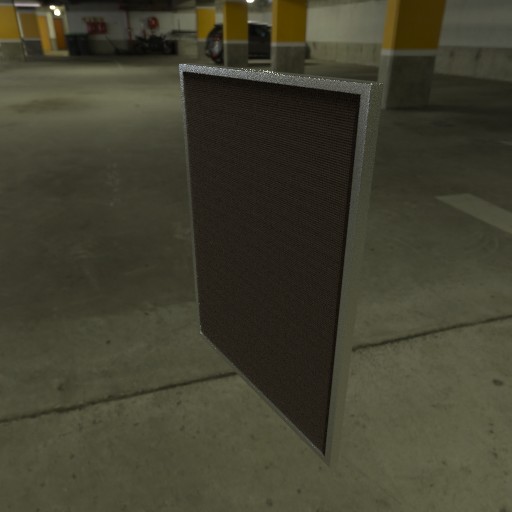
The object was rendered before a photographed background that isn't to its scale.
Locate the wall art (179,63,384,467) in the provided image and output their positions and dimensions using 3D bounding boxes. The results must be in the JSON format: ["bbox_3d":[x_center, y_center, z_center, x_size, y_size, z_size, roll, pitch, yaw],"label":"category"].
[{"bbox_3d":[0.000,0.000,1.372,0.037,1.062,0.801,-18,31,-31],"label":"wall art"}]
